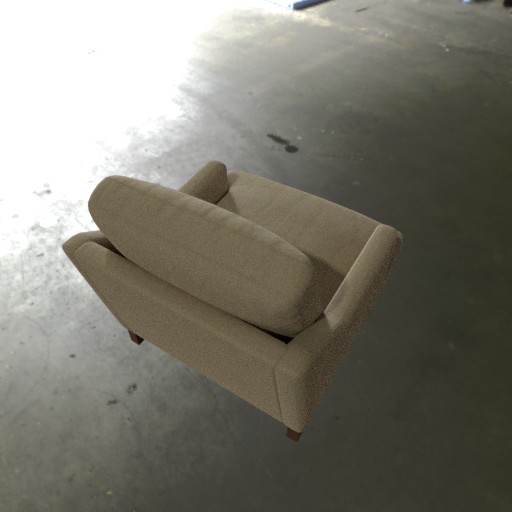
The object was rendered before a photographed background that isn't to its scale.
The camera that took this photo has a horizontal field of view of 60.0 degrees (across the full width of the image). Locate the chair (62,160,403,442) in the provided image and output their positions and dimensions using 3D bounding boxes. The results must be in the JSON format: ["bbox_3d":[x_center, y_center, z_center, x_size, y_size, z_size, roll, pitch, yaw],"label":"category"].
[{"bbox_3d":[0.000,0.000,1.740,0.912,0.916,1.001,25,51,22],"label":"chair"}]
